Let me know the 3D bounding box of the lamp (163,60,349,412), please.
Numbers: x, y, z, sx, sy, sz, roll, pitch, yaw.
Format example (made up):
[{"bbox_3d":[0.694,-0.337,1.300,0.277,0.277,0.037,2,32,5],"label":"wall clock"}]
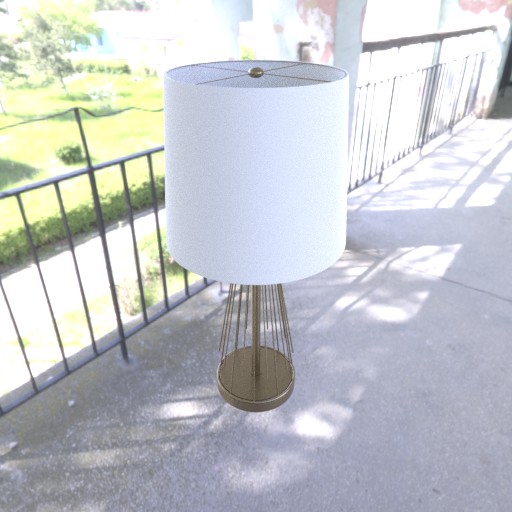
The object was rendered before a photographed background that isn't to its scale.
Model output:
[{"bbox_3d":[0.000,0.000,0.781,0.303,0.618,0.303,0,31,0],"label":"lamp"}]
